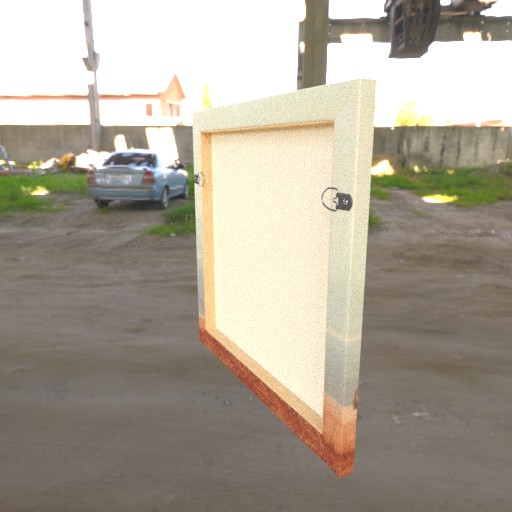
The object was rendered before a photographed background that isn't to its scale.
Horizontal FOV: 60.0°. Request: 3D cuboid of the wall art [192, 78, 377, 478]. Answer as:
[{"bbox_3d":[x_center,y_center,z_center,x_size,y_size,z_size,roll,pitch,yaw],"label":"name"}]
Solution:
[{"bbox_3d":[0.000,0.000,0.606,0.023,0.405,0.405,-7,15,-28],"label":"wall art"}]
